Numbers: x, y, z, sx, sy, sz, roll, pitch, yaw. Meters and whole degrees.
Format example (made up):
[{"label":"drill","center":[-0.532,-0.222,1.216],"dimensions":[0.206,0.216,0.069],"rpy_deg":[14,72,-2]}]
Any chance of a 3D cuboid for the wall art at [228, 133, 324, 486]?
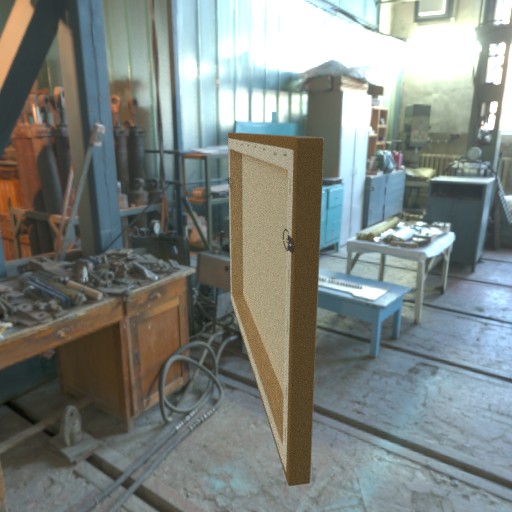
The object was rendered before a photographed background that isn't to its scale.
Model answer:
[{"label":"wall art","center":[0.000,0.000,0.479],"dimensions":[0.019,0.254,0.380],"rpy_deg":[-3,16,-9]}]
